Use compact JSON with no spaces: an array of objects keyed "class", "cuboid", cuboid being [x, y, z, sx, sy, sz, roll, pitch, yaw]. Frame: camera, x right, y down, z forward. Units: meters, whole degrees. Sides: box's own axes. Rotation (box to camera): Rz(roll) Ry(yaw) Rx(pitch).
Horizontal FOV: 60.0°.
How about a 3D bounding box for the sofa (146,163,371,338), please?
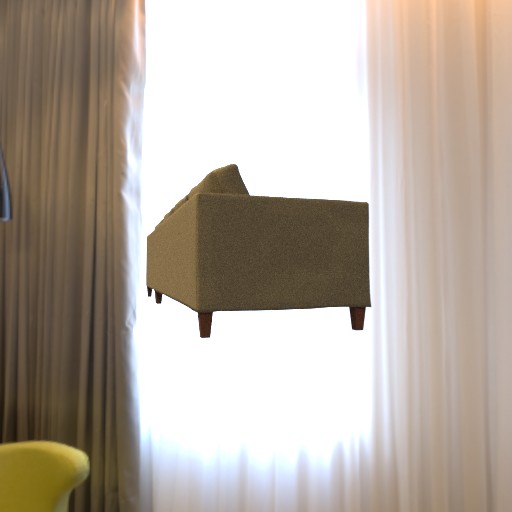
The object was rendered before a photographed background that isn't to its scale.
[{"class":"sofa","cuboid":[0.000,0.000,3.797,1.625,0.861,3.186,1,-2,-18]}]
